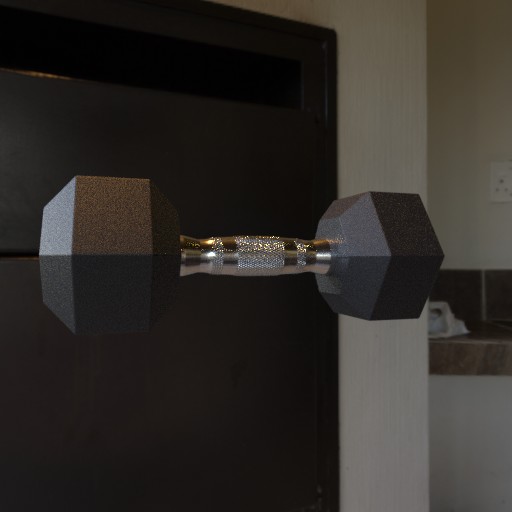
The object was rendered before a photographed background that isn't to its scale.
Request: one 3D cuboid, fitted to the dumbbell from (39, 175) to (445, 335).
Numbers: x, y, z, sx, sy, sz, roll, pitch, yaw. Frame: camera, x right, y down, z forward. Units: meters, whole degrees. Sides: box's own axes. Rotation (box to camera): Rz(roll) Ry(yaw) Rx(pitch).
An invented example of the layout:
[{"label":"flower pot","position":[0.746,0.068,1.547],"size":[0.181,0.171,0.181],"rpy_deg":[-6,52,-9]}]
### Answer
[{"label":"dumbbell","position":[0.000,0.000,0.316],"size":[0.272,0.092,0.106],"rpy_deg":[0,0,-18]}]
